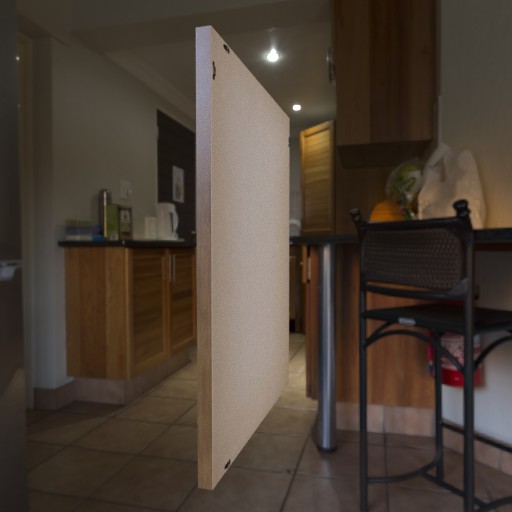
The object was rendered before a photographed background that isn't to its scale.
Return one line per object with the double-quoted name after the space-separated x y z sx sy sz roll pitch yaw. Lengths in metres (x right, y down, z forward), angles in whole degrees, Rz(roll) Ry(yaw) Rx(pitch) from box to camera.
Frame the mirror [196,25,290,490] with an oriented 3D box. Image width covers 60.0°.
0.000 0.000 1.335 0.040 1.016 0.762 1 2 17 "mirror"
